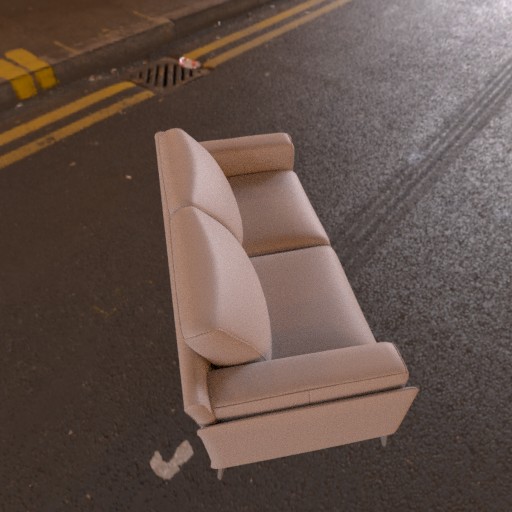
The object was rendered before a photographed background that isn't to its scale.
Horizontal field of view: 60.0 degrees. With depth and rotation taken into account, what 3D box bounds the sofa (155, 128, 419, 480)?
[{"bbox_3d":[0.000,0.000,2.567,1.049,0.930,2.101,-9,46,-8],"label":"sofa"}]
